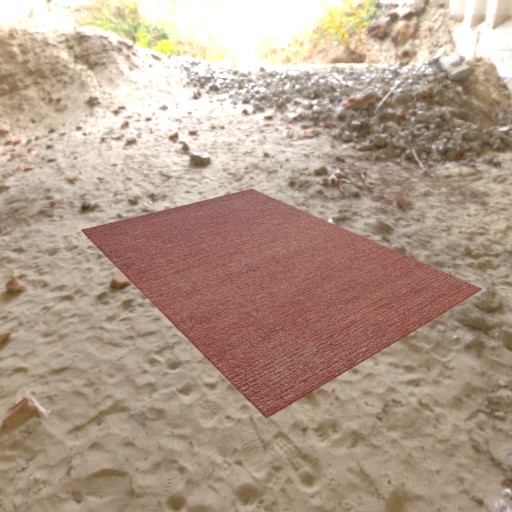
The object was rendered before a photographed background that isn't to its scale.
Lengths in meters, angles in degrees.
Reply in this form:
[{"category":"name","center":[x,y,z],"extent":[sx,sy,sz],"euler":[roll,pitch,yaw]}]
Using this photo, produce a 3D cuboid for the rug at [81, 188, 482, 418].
[{"category":"rug","center":[0.000,0.000,5.172],"extent":[2.803,0.025,3.965],"euler":[-19,33,-32]}]
